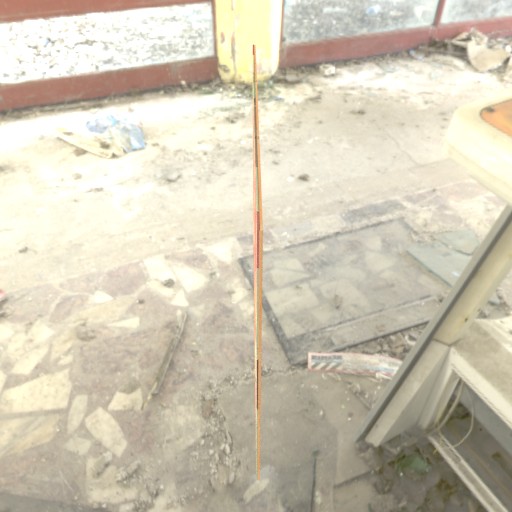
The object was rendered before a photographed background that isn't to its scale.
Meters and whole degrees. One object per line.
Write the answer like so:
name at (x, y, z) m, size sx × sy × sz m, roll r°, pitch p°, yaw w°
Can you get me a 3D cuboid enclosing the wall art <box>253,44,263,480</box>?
wall art at (0.000, 0.000, 1.752) m, size 0.013 × 1.220 × 1.216 m, roll 0°, pitch 42°, yaw -1°
